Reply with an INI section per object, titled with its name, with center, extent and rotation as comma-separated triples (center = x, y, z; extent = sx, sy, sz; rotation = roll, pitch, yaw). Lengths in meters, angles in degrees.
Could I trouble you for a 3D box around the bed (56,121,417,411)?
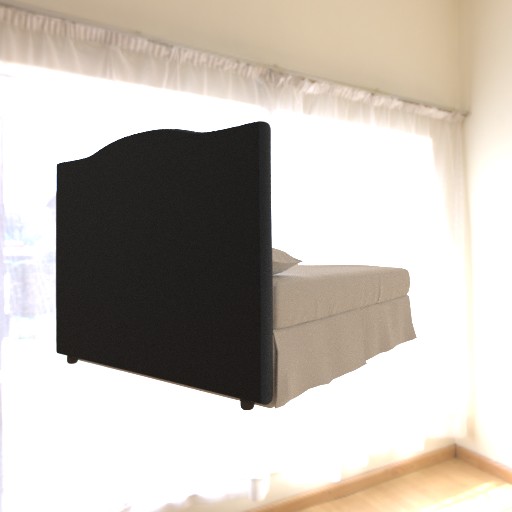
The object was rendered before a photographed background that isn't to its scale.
[bed]
center = 0.000, 0.000, 3.423
extent = 1.821, 1.436, 2.282
rotation = 1, 1, 36
